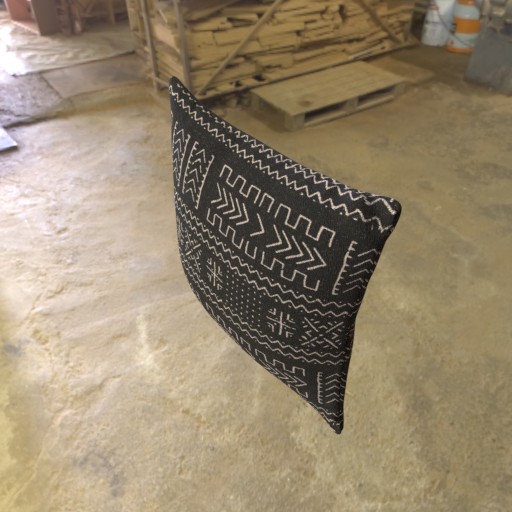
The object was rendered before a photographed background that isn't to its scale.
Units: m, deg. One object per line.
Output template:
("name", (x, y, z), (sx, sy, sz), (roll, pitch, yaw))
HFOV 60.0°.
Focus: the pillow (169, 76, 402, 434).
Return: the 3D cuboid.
("pillow", (0.000, 0.000, 0.675), (0.164, 0.430, 0.438), (-27, 48, -27))
